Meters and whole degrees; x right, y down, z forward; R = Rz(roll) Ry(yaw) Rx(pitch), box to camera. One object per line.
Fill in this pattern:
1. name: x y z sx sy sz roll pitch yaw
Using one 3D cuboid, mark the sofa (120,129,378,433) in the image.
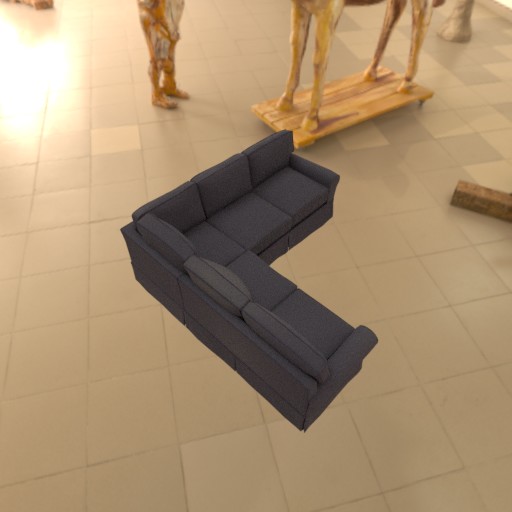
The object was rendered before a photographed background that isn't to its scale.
1. sofa: 0.000 0.000 5.073 2.874 1.169 3.773 -11 48 -10
